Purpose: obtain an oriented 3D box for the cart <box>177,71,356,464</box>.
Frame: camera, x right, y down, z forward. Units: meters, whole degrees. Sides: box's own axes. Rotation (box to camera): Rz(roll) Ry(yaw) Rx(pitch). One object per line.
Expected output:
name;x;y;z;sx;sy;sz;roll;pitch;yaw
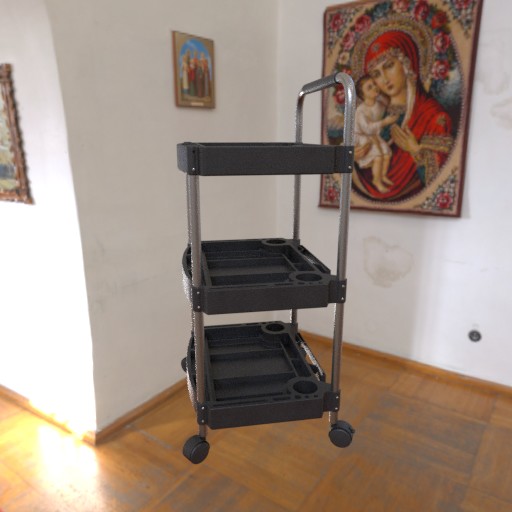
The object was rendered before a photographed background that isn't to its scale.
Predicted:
cart;0.000;0.000;1.427;0.518;1.075;0.584;-3;16;-9
